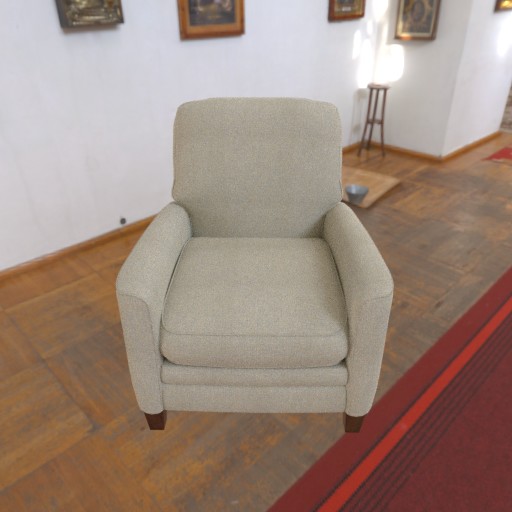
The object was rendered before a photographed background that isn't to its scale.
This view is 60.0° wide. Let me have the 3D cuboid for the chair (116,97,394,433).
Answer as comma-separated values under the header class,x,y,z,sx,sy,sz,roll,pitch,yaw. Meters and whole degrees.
class,x,y,z,sx,sy,sz,roll,pitch,yaw
chair,0.000,0.000,1.653,0.850,1.006,0.853,0,30,1
